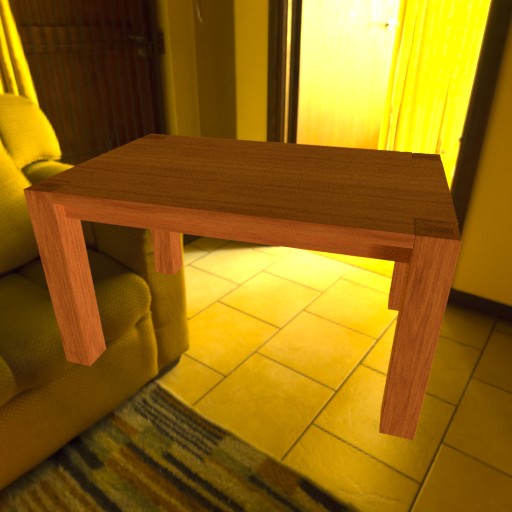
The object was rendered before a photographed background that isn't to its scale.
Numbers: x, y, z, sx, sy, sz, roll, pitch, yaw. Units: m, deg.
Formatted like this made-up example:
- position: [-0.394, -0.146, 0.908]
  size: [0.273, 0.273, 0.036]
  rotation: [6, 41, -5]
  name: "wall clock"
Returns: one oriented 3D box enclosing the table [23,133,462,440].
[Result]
- position: [0.000, 0.000, 1.896]
  size: [1.400, 0.760, 0.900]
  rotation: [8, 29, 15]
  name: "table"
